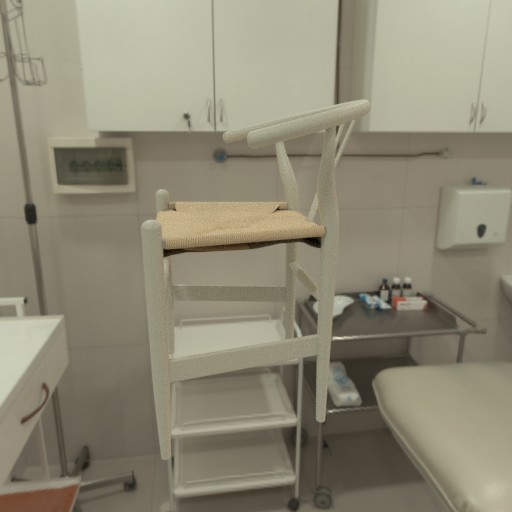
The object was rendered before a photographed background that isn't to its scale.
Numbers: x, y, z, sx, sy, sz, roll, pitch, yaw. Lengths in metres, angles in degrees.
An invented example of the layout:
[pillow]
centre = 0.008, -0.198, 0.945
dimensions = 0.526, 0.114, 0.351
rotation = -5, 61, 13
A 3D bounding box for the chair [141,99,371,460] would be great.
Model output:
[chair]
centre = 0.000, 0.000, 1.102
dimensions = 0.500, 0.736, 0.533
rotation = -2, 16, -9
